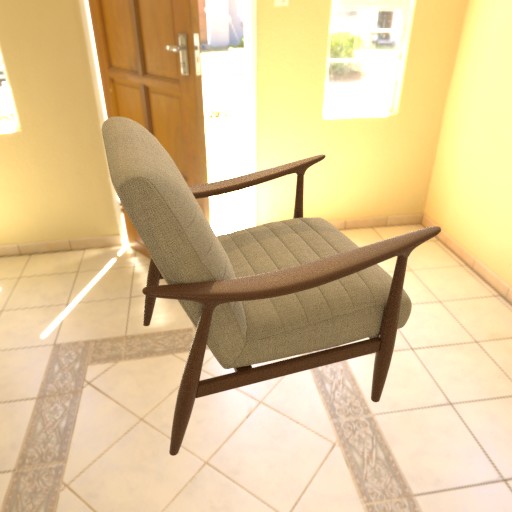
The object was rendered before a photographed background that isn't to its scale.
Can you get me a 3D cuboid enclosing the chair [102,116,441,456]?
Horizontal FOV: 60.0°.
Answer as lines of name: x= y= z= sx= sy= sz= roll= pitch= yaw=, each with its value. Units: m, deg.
chair: x=0.000 y=0.000 z=1.414 sx=0.798 sy=0.832 sz=0.741 roll=-10 pitch=32 yaw=-17
